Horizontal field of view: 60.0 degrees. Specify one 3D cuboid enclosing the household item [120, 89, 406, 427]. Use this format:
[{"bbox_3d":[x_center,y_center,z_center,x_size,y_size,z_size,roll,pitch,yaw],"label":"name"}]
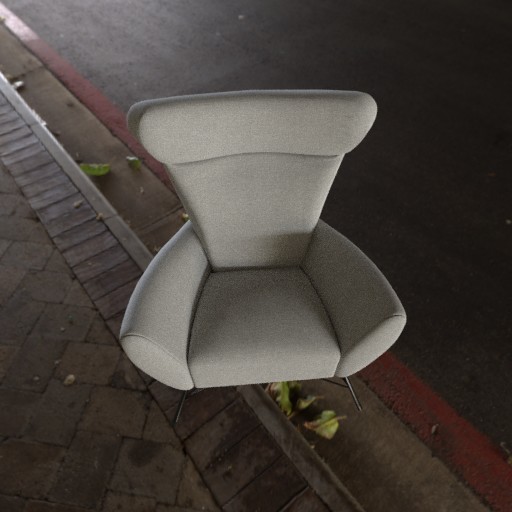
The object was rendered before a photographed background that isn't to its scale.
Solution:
[{"bbox_3d":[0.000,0.000,1.784,0.980,1.050,0.900,-4,47,-3],"label":"household item"}]
